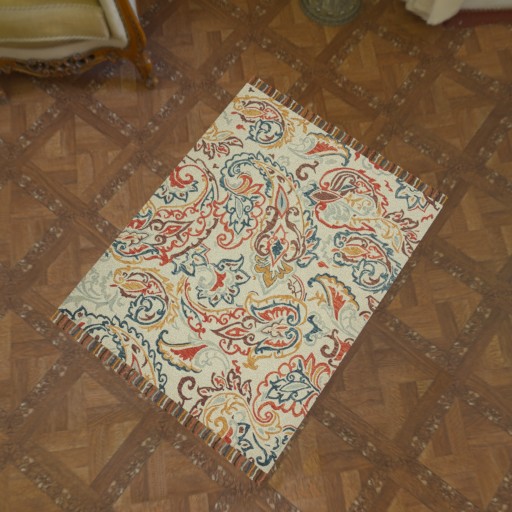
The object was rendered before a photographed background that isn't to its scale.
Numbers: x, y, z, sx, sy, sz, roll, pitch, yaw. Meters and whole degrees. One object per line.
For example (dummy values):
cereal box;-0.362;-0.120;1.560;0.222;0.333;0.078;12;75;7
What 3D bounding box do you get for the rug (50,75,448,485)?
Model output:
rug;0.000;0.000;4.327;2.439;0.015;3.274;35;78;9
